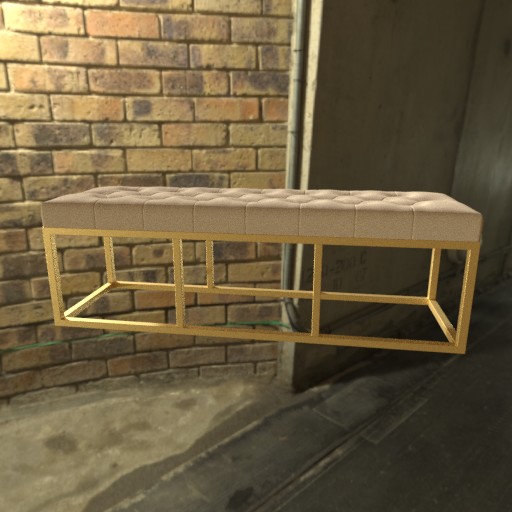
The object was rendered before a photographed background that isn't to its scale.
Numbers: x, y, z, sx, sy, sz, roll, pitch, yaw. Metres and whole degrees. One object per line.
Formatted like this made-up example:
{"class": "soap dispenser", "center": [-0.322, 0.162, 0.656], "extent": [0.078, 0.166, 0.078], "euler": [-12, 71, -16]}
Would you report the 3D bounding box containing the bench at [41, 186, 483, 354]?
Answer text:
{"class": "bench", "center": [0.000, 0.000, 1.722], "extent": [1.473, 0.484, 0.457], "euler": [2, 16, 8]}
